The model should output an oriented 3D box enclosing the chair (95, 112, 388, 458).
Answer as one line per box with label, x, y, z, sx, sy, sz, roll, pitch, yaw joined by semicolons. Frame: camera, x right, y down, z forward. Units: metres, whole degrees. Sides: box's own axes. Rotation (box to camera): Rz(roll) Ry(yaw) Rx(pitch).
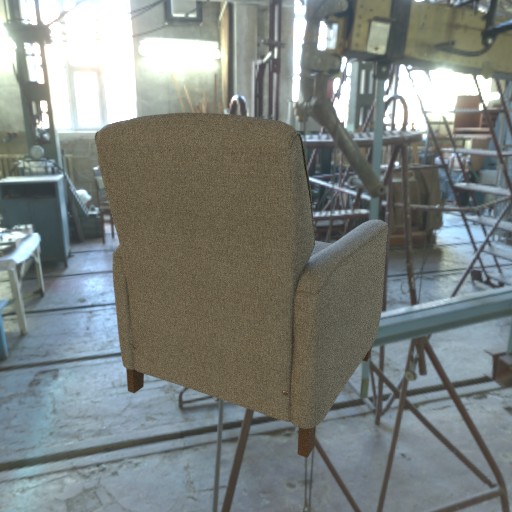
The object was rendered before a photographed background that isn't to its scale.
chair;0.000;0.000;1.682;0.848;1.014;0.864;9;18;28
